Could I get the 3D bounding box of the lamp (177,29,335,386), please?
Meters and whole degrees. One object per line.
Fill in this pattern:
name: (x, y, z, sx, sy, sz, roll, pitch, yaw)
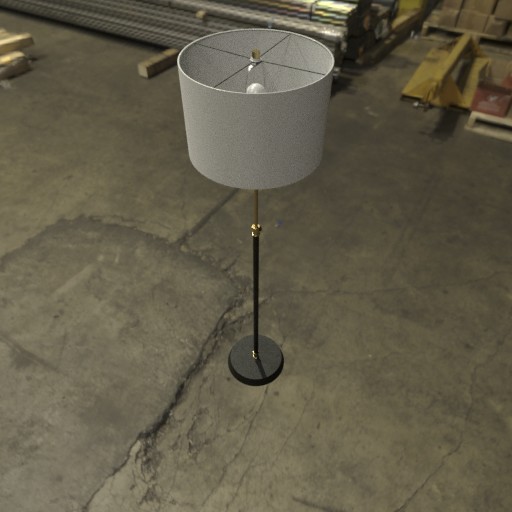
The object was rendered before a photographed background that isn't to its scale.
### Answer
lamp: (0.000, 0.000, 1.682, 0.404, 1.517, 0.404, 23, 50, 21)
